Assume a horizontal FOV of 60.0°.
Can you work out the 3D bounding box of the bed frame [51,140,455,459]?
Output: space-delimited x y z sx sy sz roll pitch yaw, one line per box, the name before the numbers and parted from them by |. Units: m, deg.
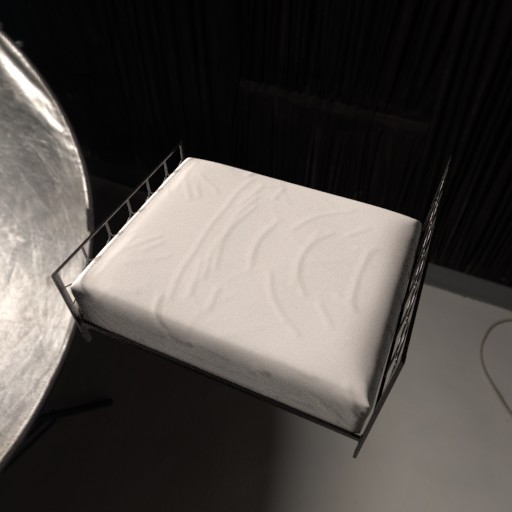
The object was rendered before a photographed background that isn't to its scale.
bed frame | 0.000 0.000 3.066 2.063 1.222 1.597 18 51 16
